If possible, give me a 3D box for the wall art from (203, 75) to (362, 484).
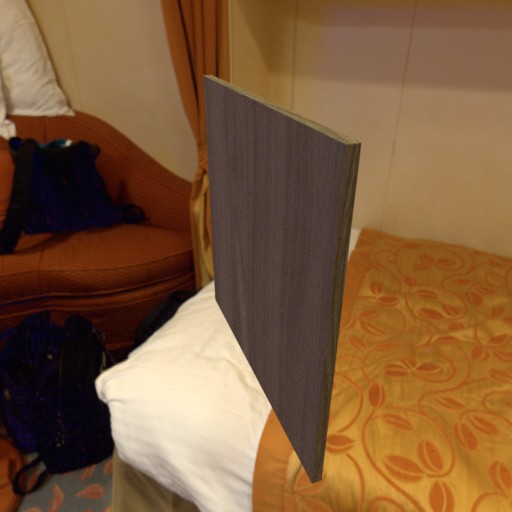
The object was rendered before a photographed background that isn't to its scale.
[{"bbox_3d":[0.000,0.000,0.743,0.016,0.507,0.508,-11,31,-18],"label":"wall art"}]
